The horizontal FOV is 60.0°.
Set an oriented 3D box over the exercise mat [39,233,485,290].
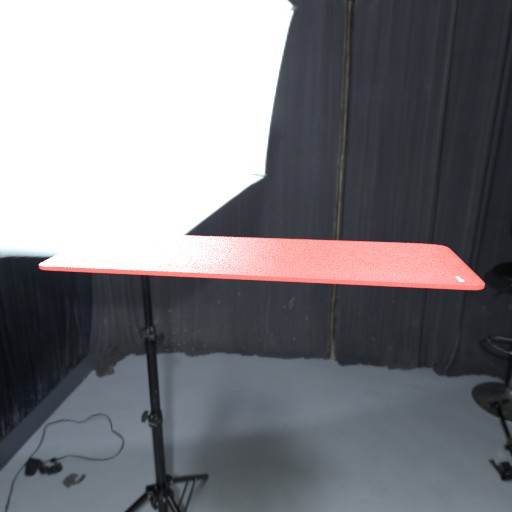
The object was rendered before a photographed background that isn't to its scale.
[{"bbox_3d":[0.000,0.000,2.082,1.869,0.021,0.616,2,16,8],"label":"exercise mat"}]
